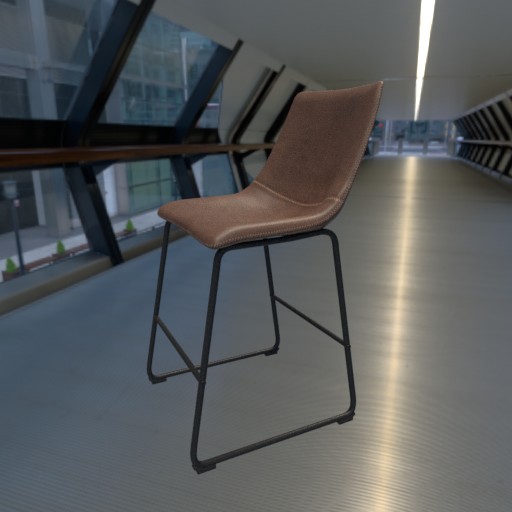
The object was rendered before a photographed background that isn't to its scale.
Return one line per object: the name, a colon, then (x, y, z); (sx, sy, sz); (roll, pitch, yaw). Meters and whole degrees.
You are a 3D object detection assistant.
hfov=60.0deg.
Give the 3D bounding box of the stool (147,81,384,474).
stool: (0.000, 0.000, 1.219); (0.550, 0.890, 0.460); (-8, 18, -26)
